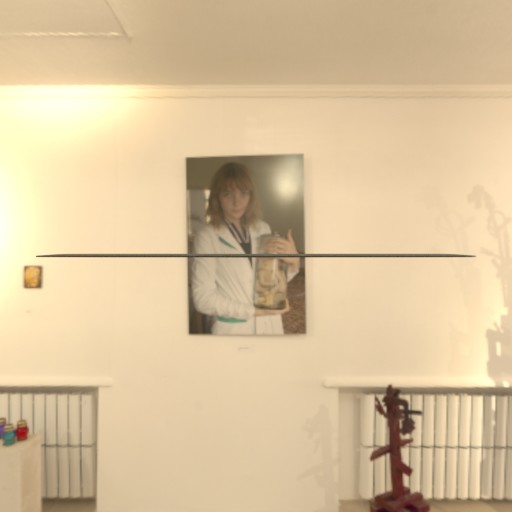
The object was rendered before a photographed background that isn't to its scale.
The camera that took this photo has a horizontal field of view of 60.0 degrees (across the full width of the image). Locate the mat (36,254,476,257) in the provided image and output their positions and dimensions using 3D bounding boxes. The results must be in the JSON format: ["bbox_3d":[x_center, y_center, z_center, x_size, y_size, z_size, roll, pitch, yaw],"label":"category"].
[{"bbox_3d":[0.000,0.000,1.876,1.524,0.013,0.918,0,0,0],"label":"mat"}]
